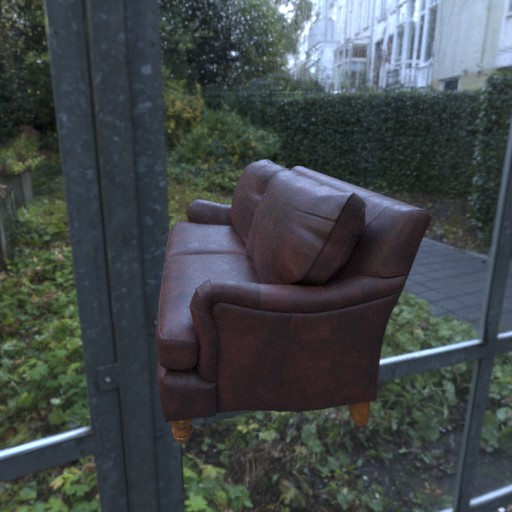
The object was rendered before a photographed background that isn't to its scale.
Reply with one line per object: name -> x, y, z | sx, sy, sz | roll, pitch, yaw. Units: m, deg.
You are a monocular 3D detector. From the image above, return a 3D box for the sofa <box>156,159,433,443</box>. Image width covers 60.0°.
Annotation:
sofa -> 0.000, 0.000, 2.785 | 1.147, 1.071, 2.144 | -3, 17, -9
